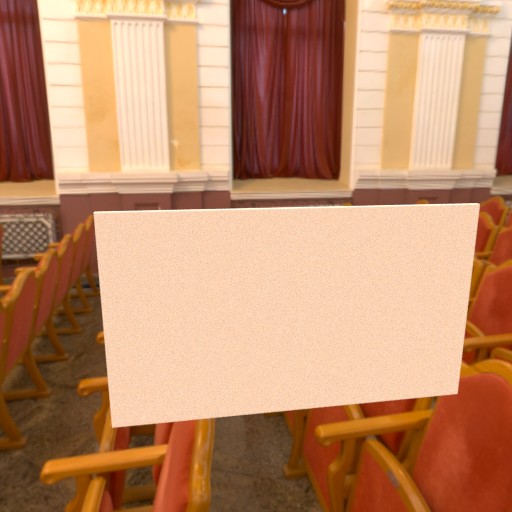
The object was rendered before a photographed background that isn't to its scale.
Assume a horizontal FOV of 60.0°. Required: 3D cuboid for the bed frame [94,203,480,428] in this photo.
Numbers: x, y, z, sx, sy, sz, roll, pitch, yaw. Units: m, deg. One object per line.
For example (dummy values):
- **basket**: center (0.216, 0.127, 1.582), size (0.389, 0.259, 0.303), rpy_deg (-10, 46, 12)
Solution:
- **bed frame**: center (0.000, 0.000, 2.569), size (1.400, 0.800, 1.900), rpy_deg (-2, 14, -9)
